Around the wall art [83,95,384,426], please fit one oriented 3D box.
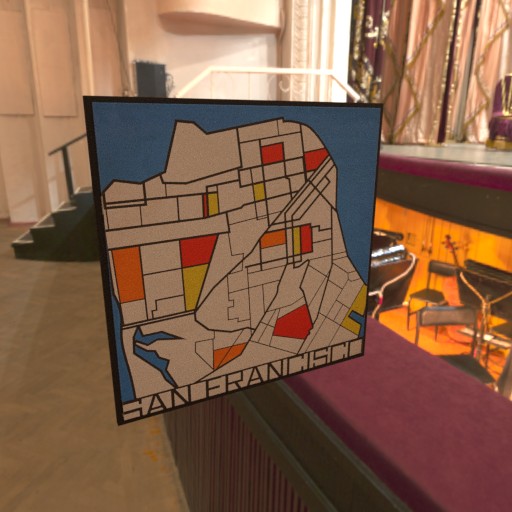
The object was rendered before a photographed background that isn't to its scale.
[{"bbox_3d":[0.000,0.000,0.688,0.458,0.457,0.013,-8,18,-26],"label":"wall art"}]
